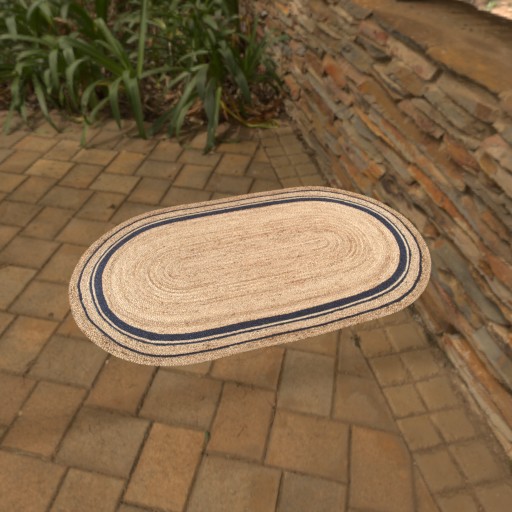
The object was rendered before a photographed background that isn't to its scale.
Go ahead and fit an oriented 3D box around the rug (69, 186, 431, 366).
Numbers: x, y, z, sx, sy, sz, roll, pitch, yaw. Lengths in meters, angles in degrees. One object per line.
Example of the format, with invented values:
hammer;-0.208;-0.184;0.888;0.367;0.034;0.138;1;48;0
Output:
rug;0.000;0.000;3.022;2.432;0.006;1.520;-11;42;-13
